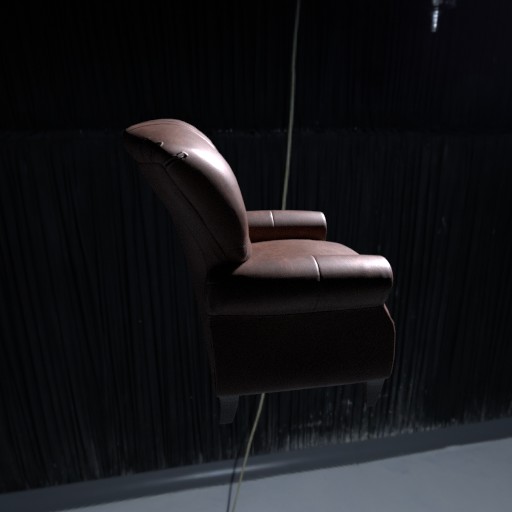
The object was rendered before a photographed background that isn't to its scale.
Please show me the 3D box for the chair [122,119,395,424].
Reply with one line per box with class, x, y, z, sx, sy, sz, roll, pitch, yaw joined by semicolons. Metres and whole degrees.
chair;0.000;0.000;1.977;1.031;1.162;0.979;-3;19;-9
